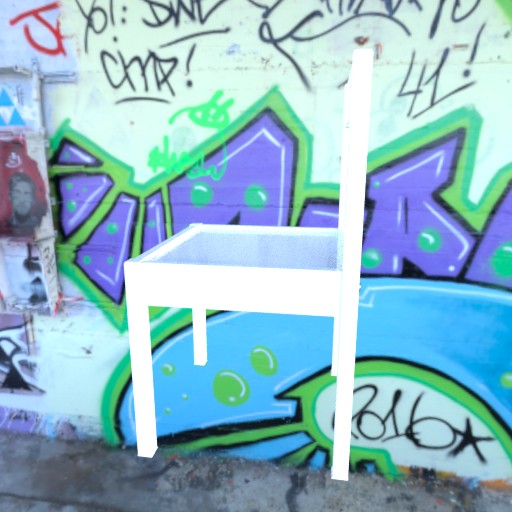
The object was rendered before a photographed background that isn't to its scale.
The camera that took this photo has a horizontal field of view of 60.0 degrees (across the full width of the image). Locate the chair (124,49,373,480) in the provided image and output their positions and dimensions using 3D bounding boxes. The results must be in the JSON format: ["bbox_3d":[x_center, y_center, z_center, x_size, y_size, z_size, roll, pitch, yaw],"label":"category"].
[{"bbox_3d":[0.000,0.000,0.658,0.285,0.505,0.285,2,14,9],"label":"chair"}]
